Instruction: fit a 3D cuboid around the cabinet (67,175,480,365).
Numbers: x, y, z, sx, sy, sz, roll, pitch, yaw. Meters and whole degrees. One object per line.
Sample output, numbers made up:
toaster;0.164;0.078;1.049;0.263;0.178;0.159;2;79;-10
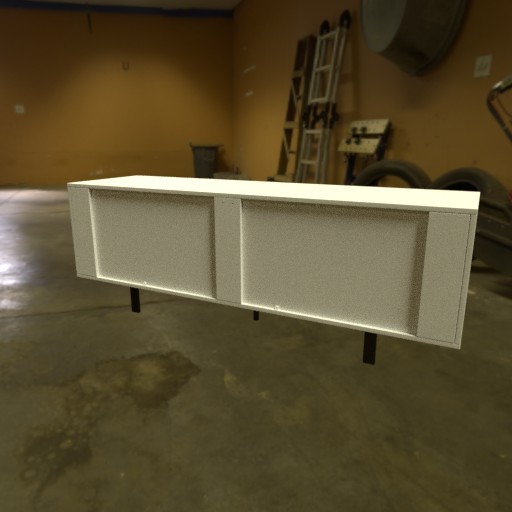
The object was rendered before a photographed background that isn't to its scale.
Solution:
cabinet;0.000;0.000;1.724;1.499;0.533;0.431;7;17;26
